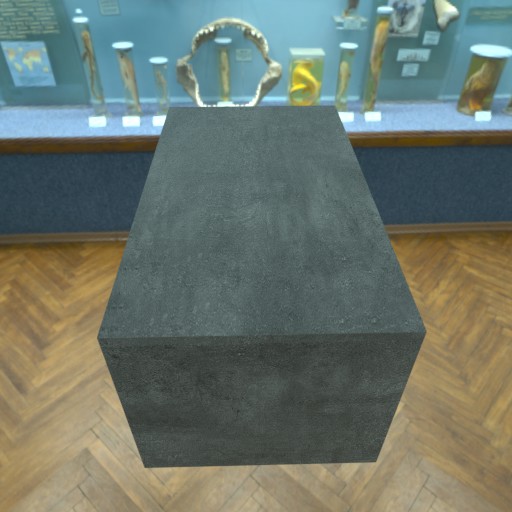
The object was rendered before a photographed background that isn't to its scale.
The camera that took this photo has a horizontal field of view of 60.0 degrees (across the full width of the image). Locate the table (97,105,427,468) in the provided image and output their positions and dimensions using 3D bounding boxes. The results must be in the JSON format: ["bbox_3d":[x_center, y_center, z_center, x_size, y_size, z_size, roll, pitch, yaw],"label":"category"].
[{"bbox_3d":[0.000,0.000,0.915,0.400,0.350,0.700,-1,41,-1],"label":"table"}]
